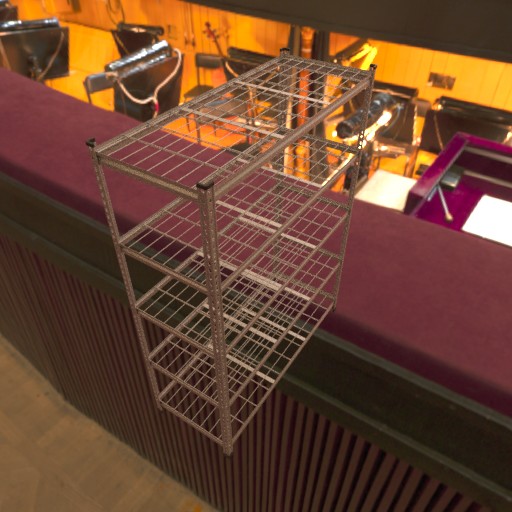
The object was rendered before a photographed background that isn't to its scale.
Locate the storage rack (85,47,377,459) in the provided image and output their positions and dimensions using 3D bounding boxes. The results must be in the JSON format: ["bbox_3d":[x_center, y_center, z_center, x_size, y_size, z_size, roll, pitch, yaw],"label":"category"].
[{"bbox_3d":[0.000,0.000,2.737,0.610,1.981,1.524,23,46,25],"label":"storage rack"}]
